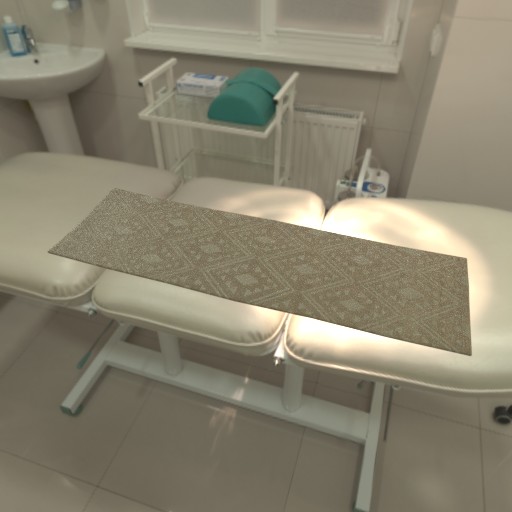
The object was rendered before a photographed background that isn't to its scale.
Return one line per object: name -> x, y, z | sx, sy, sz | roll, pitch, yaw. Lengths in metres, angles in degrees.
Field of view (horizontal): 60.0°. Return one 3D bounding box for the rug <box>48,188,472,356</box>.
rug -> 0.000, 0.000, 2.705 | 2.452, 0.051, 0.752 | 12, 43, 13
